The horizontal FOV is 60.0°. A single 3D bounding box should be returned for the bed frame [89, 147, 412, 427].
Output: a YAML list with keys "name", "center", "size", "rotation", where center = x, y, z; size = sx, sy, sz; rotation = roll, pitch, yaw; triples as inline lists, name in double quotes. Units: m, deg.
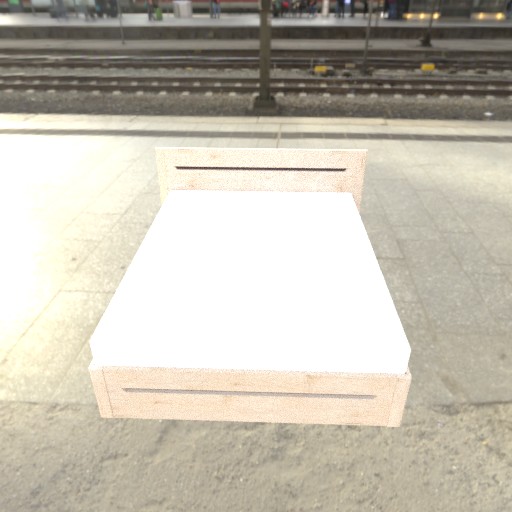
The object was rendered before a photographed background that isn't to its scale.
- name: "bed frame"
  center: [0.000, 0.000, 3.103]
  size: [1.800, 0.900, 2.080]
  rotation: [1, 30, 2]
